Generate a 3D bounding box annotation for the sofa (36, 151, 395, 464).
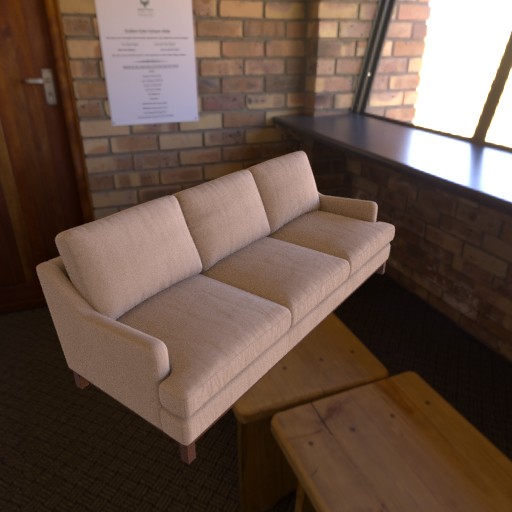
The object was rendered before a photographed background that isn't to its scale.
[{"bbox_3d":[0.000,0.000,2.834,1.000,0.913,2.321,18,31,32],"label":"sofa"}]
